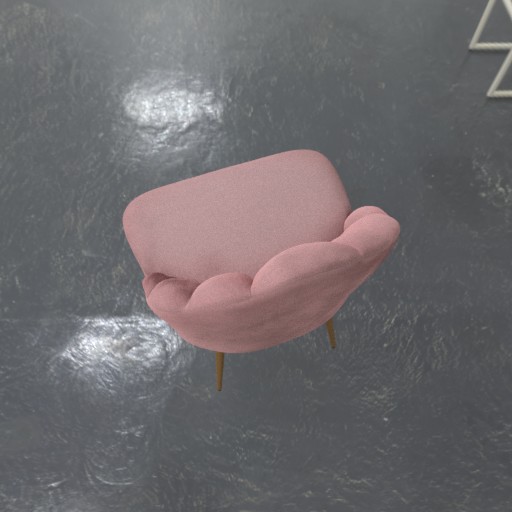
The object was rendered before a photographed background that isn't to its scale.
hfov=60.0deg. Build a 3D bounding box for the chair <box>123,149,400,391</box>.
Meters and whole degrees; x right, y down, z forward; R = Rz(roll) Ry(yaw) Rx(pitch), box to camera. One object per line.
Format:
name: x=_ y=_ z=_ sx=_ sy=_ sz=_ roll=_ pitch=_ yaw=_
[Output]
chair: x=0.000 y=0.000 z=1.262 sx=0.657 sy=0.819 sz=0.599 roll=-18 pitch=61 yaw=-10
